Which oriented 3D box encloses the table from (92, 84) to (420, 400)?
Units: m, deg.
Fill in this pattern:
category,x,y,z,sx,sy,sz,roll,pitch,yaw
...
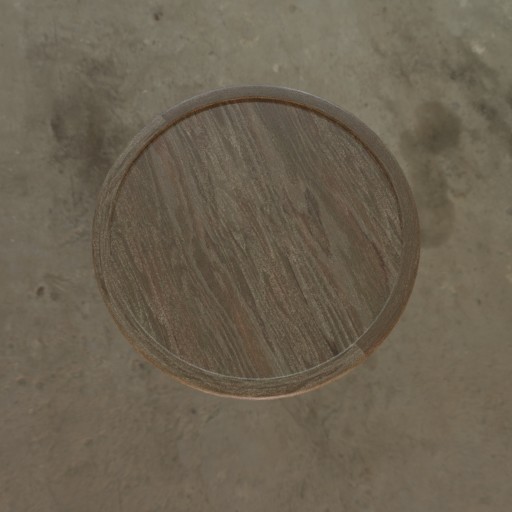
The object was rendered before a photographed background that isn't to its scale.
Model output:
category,x,y,z,sx,sy,sz,roll,pitch,yaw
table,0.000,0.000,1.030,0.607,0.450,0.607,0,76,0
